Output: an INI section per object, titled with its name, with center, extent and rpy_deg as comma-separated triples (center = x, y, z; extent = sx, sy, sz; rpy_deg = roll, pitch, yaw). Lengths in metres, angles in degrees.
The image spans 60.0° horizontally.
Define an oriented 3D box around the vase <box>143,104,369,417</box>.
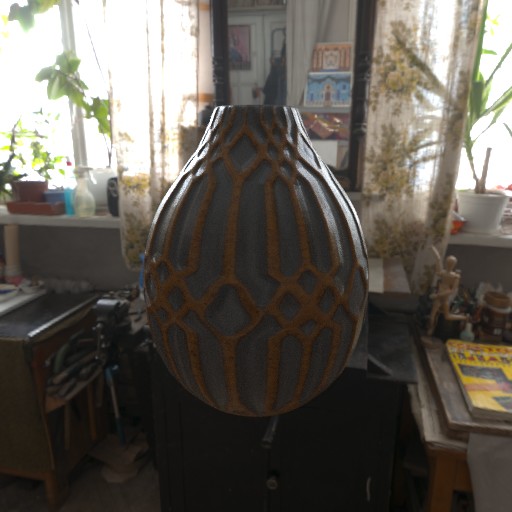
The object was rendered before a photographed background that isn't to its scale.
[vase]
center = 0.000, 0.000, 0.138
extent = 0.069, 0.088, 0.069
rpy_deg = 0, 15, 0
